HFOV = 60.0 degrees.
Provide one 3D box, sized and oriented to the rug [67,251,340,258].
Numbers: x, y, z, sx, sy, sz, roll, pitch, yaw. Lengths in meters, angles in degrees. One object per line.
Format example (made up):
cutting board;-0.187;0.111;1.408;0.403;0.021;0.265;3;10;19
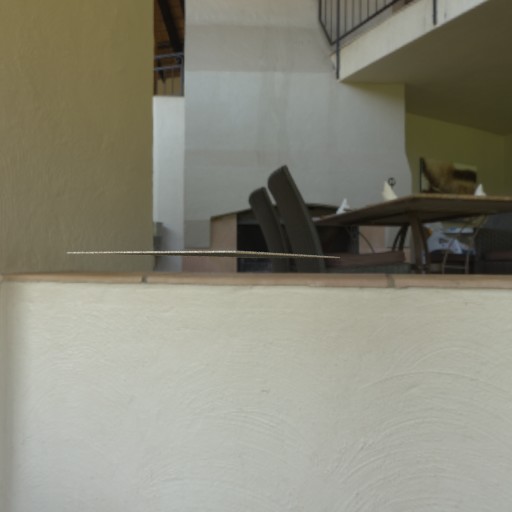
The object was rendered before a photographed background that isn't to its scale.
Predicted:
rug;0.000;0.000;2.715;0.688;0.005;2.437;0;-1;19
